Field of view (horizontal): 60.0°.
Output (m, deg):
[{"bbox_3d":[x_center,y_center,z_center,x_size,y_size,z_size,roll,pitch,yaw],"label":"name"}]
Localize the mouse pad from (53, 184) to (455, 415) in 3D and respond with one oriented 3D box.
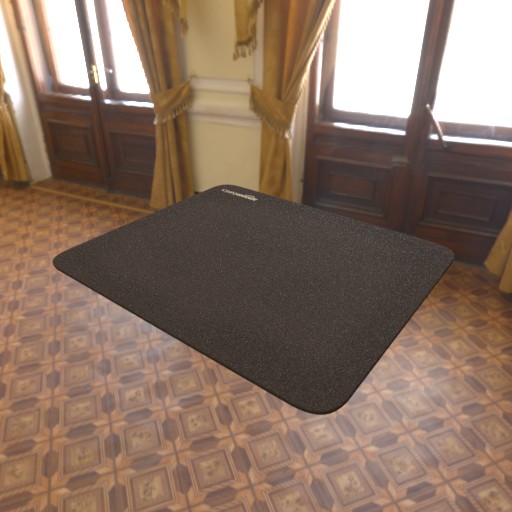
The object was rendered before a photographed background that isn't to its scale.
[{"bbox_3d":[0.000,0.000,0.346,0.249,0.002,0.211,21,36,32],"label":"mouse pad"}]
